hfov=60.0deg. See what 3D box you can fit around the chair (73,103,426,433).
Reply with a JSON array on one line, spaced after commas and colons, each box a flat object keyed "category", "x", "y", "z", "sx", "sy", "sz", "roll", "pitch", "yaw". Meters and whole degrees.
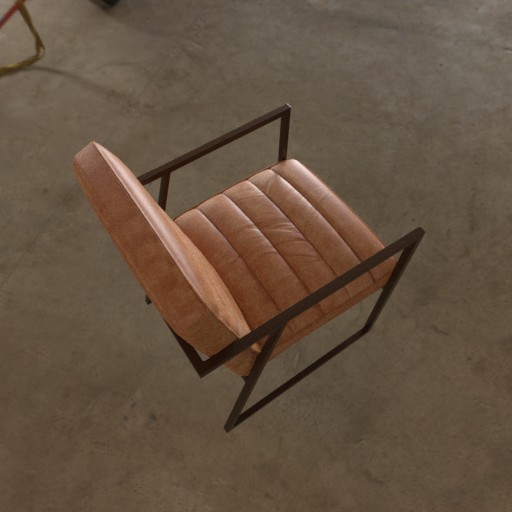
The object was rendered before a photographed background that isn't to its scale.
[{"category": "chair", "x": 0.000, "y": 0.000, "z": 1.276, "sx": 0.677, "sy": 0.832, "sz": 0.571, "roll": -30, "pitch": 63, "yaw": -17}]
